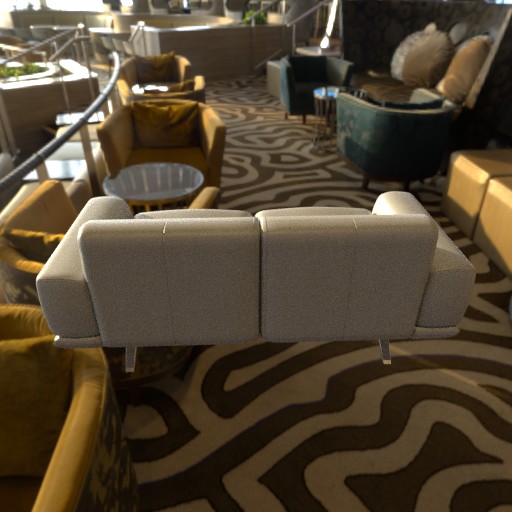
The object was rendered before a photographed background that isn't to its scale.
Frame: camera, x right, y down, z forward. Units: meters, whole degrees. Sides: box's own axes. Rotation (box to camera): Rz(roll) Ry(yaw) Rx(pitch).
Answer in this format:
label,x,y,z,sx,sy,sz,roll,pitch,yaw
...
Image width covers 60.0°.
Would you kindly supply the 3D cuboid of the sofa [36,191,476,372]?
label,x,y,z,sx,sy,sz,roll,pitch,yaw
sofa,0.000,0.000,2.324,1.901,0.772,0.900,-1,31,-2
